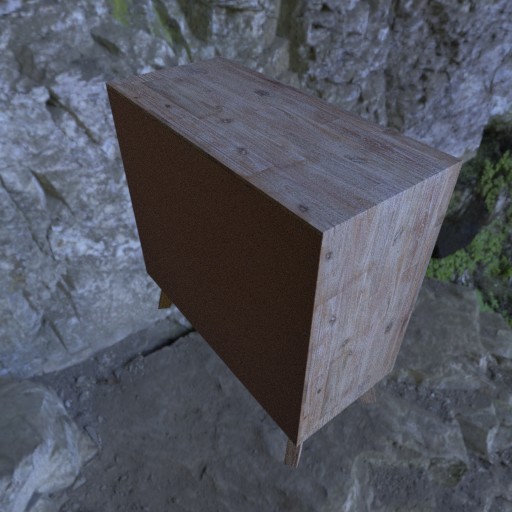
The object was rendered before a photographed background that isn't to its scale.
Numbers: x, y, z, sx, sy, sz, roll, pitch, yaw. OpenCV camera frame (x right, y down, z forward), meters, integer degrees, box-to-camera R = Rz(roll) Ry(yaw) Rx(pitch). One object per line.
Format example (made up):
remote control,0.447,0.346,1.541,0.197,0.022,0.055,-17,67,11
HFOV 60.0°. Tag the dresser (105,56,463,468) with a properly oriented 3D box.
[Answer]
dresser,0.000,0.000,1.564,0.455,1.029,0.998,-27,47,-28
